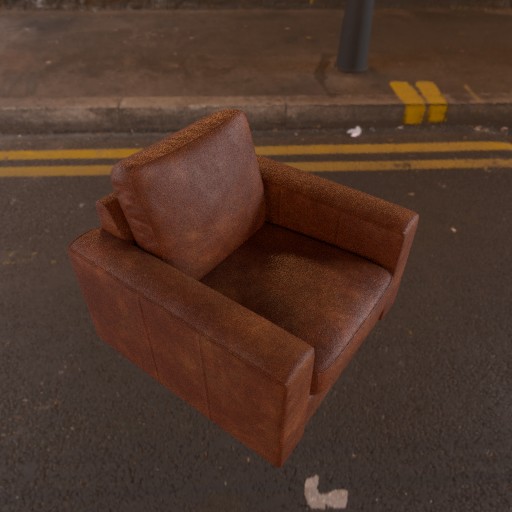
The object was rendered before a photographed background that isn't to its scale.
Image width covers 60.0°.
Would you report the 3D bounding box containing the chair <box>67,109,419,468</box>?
[{"bbox_3d":[0.000,0.000,1.789,1.016,0.873,1.005,26,48,26],"label":"chair"}]
